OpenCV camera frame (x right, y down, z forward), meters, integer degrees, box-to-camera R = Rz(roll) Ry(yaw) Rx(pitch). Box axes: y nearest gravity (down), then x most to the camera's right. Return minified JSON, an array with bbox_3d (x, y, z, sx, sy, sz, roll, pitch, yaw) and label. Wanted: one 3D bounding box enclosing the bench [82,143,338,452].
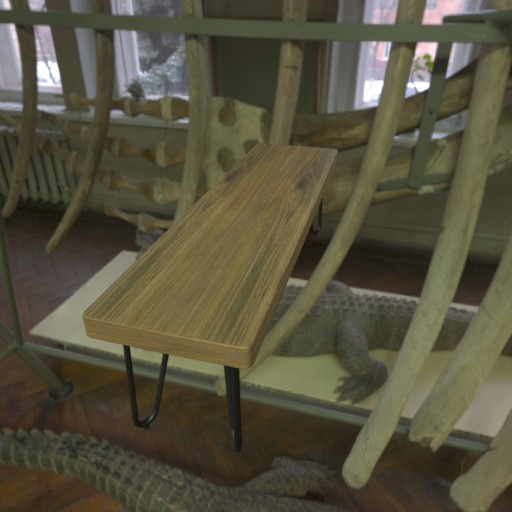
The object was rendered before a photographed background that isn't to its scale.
[{"bbox_3d":[0.000,0.000,1.758,0.425,0.462,1.570,8,30,14],"label":"bench"}]
